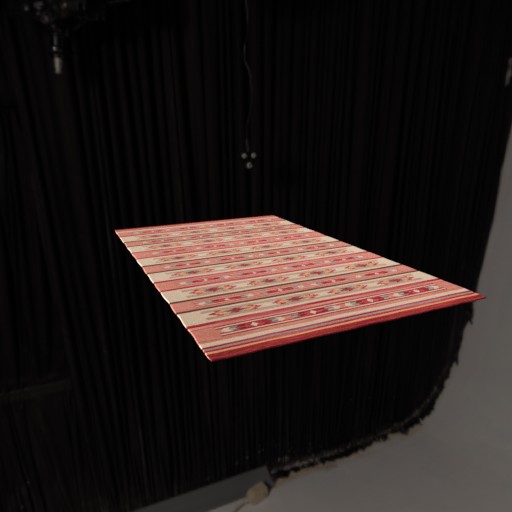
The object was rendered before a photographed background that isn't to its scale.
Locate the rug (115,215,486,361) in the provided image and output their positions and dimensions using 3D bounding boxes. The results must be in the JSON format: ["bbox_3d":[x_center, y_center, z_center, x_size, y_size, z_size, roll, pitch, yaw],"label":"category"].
[{"bbox_3d":[0.000,0.000,3.067,1.535,0.010,2.431,-8,18,-24],"label":"rug"}]
